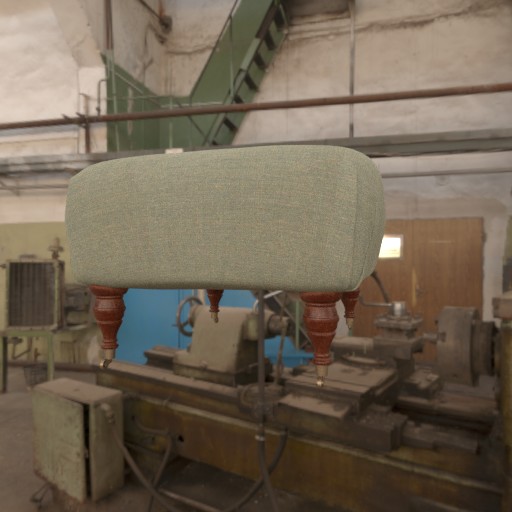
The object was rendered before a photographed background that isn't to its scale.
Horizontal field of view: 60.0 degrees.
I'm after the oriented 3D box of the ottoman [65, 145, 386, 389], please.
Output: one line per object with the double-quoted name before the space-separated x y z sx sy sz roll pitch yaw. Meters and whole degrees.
"ottoman" 0.000 0.000 1.115 0.622 0.450 0.747 0 1 17
